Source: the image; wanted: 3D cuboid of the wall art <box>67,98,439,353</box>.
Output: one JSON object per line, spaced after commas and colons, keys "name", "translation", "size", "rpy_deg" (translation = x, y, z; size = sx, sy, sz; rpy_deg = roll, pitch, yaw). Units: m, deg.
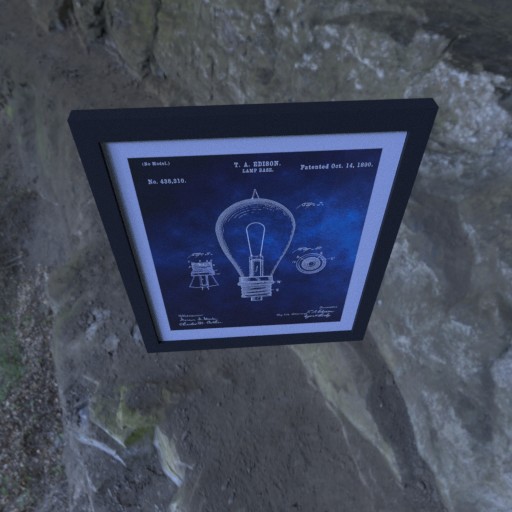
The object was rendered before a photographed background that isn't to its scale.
{"name": "wall art", "translation": [0.000, 0.000, 0.701], "size": [0.428, 0.505, 0.023], "rpy_deg": [-3, 47, -3]}
